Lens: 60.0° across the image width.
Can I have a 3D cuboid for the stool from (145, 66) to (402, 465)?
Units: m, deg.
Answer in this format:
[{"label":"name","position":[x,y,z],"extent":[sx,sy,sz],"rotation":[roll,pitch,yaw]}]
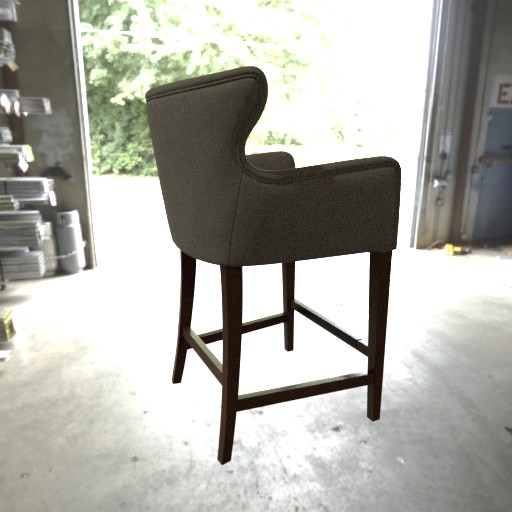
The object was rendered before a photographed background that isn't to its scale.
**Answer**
[{"label":"stool","position":[0.000,0.000,1.304],"extent":[0.575,0.951,0.575],"rotation":[-7,16,-25]}]
